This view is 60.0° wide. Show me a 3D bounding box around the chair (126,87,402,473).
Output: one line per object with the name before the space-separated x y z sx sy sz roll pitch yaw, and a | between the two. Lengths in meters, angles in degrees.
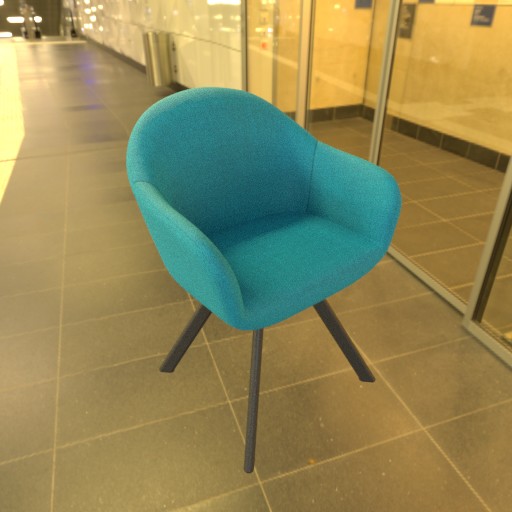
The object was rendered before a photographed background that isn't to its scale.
chair | 0.000 0.000 1.188 0.590 0.795 0.550 -22 37 -33
